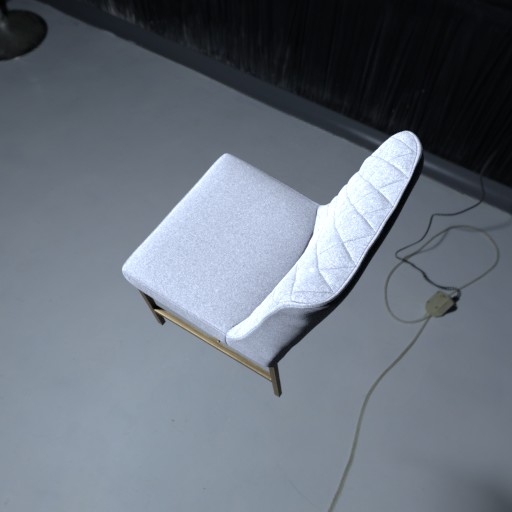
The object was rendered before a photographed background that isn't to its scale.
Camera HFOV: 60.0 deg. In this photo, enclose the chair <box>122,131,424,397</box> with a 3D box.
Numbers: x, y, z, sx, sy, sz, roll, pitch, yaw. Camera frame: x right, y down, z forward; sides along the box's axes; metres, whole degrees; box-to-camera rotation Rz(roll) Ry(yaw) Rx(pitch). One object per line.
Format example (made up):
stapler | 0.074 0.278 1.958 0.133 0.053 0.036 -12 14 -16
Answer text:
chair | 0.000 0.000 1.251 0.587 0.889 0.508 31 67 15
